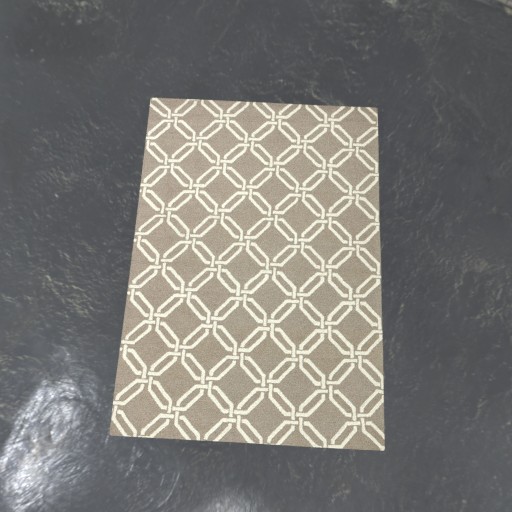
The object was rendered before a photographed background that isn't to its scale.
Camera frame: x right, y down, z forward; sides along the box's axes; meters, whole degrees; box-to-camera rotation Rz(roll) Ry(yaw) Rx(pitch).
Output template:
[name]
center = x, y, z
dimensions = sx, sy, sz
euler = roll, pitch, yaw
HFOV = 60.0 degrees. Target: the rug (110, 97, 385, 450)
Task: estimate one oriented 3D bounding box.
[rug]
center = 0.000, 0.000, 4.336
dimensions = 2.441, 0.020, 3.419
euler = 3, 75, 1
